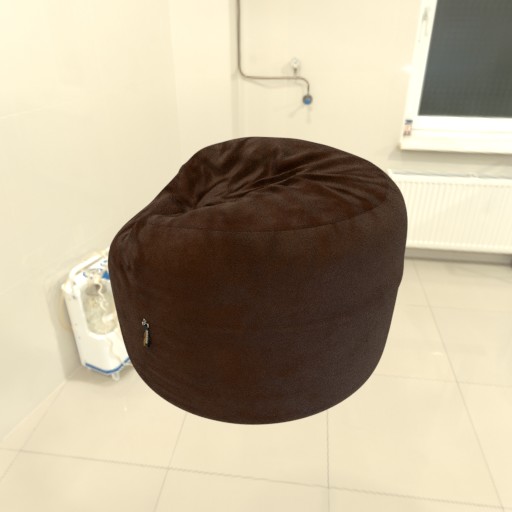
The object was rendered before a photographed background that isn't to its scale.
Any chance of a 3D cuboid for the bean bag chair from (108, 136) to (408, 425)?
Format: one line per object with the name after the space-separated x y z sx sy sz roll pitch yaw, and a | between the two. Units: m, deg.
0.000 0.000 1.444 0.918 0.616 0.918 0 29 0 | bean bag chair
